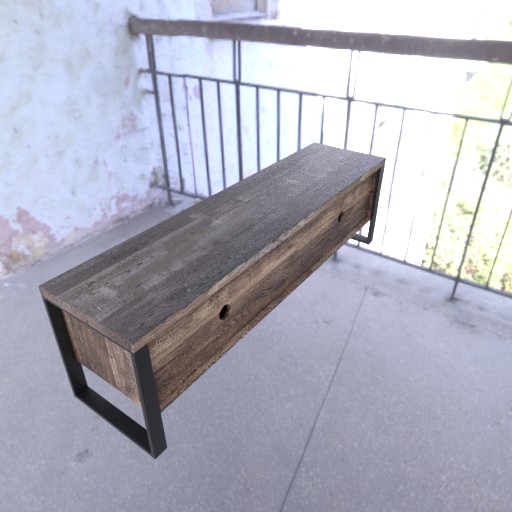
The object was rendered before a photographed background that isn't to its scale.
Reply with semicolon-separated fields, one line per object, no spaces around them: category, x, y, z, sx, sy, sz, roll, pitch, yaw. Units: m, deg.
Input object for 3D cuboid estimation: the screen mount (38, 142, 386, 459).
screen mount;0.000;0.000;1.766;0.395;0.450;1.524;21;38;30
